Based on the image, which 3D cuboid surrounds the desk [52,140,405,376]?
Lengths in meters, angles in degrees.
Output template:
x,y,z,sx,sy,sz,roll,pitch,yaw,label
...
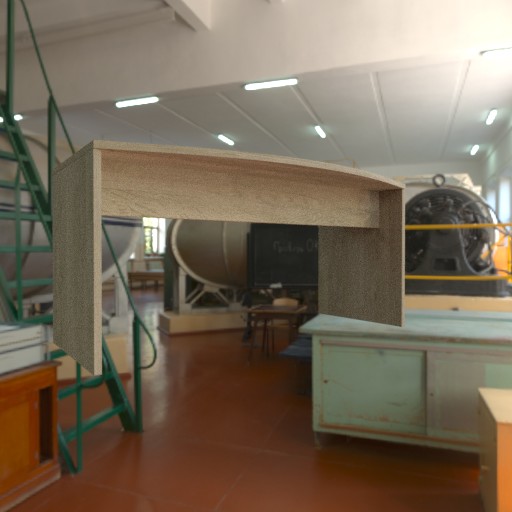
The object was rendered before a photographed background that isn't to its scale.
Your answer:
x,y,z,sx,sy,sz,roll,pitch,yaw,label
0.000,0.000,2.065,1.600,0.752,0.802,0,1,-35,desk
